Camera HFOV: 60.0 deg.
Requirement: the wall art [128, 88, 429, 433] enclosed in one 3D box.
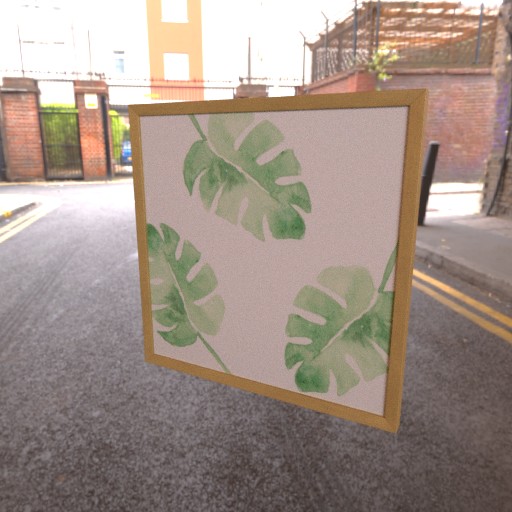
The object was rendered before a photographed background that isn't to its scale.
[{"bbox_3d":[0.000,0.000,1.134,0.763,0.763,0.037,7,16,27],"label":"wall art"}]
